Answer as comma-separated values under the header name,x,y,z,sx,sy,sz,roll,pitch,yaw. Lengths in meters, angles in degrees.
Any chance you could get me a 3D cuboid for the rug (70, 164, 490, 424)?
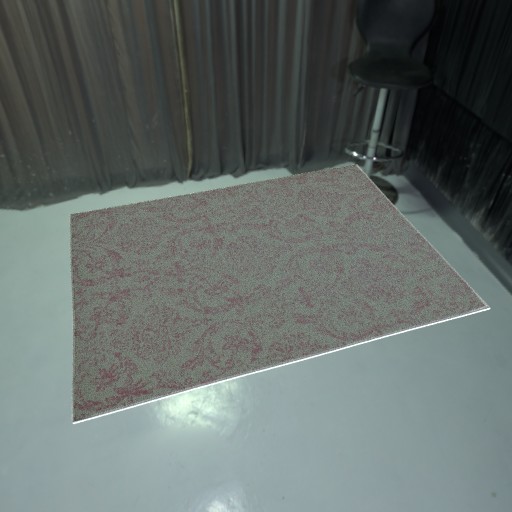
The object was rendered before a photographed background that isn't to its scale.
name,x,y,z,sx,sy,sz,roll,pitch,yaw
rug,0.000,0.000,2.757,2.202,0.014,1.598,-12,44,-13
